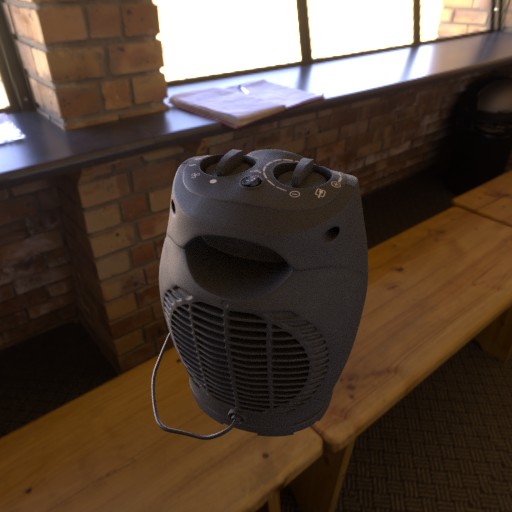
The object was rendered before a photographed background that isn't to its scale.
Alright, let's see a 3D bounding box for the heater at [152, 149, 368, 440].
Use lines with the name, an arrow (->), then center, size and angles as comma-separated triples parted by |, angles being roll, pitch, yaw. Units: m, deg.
heater -> 0.000, 0.000, 0.468 | 0.239, 0.255, 0.291 | 11, 35, 16
